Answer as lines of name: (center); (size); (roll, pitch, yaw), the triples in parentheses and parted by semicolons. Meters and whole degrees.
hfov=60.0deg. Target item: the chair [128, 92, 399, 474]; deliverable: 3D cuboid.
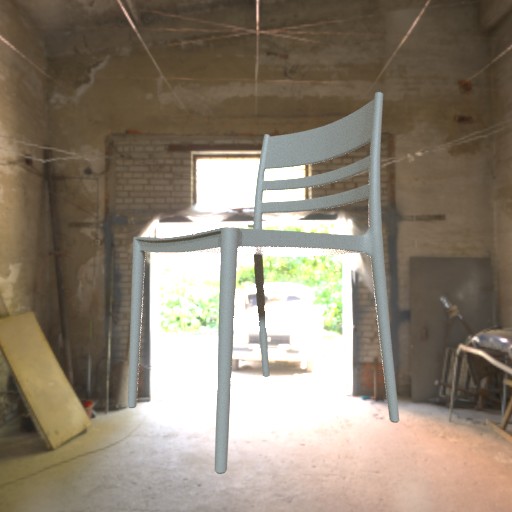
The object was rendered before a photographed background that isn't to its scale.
chair: (0.000, 0.000, 1.144); (0.511, 0.800, 0.531); (0, -1, -36)
